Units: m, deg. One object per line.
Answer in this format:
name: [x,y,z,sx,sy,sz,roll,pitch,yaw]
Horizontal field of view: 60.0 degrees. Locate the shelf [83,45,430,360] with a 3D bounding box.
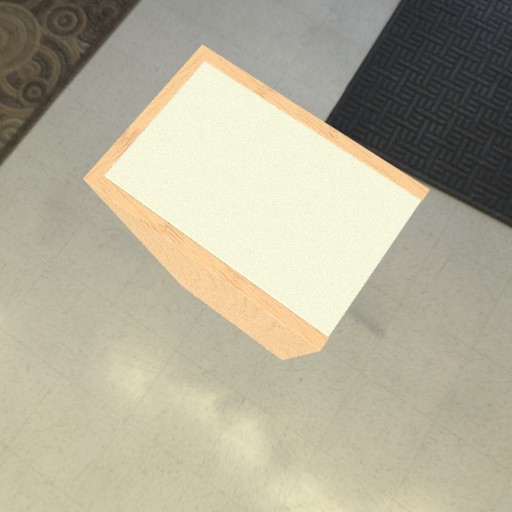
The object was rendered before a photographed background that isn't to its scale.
shelf: [0.000,0.000,0.738,0.290,0.600,0.200,35,79,8]
